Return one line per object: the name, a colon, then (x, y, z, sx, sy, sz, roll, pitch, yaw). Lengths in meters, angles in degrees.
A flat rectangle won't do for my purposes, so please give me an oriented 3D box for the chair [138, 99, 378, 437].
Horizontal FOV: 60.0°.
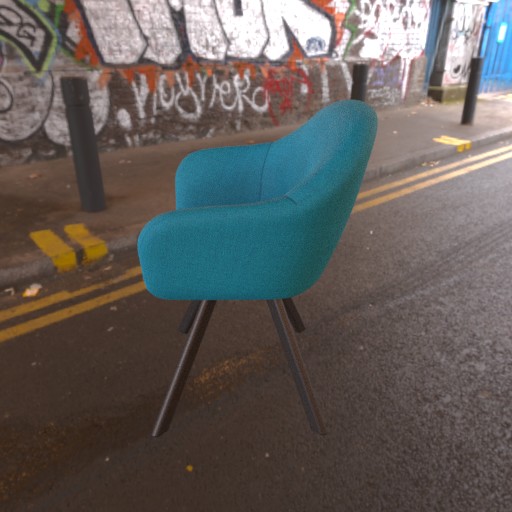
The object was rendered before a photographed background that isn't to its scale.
chair: (0.000, 0.000, 1.196, 0.550, 0.795, 0.590, 0, 25, -1)
